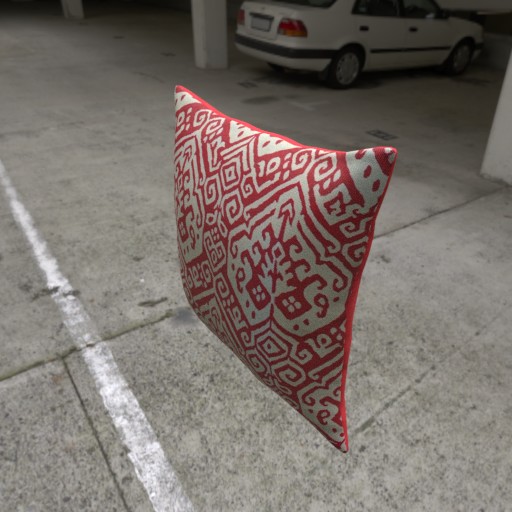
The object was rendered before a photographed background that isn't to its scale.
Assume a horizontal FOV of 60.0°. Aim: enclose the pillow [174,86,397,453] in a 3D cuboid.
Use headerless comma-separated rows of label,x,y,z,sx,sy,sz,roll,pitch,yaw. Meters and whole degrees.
pillow,0.000,0.000,0.780,0.192,0.507,0.522,-19,35,-30
